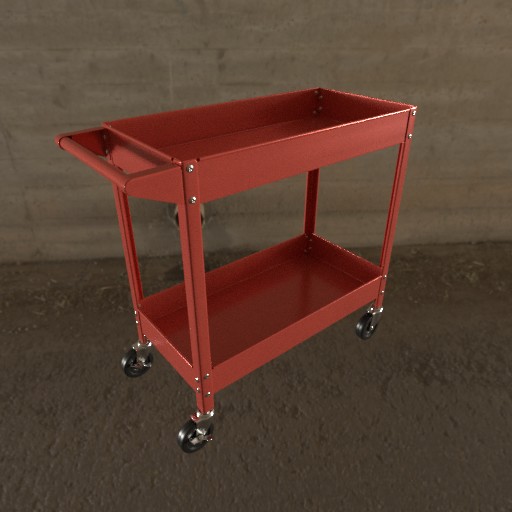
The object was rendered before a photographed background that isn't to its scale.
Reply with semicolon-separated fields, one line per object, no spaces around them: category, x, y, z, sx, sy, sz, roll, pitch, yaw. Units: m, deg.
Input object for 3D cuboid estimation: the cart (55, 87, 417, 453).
cart;0.000;0.000;1.171;0.779;0.719;0.366;-22;37;-33
